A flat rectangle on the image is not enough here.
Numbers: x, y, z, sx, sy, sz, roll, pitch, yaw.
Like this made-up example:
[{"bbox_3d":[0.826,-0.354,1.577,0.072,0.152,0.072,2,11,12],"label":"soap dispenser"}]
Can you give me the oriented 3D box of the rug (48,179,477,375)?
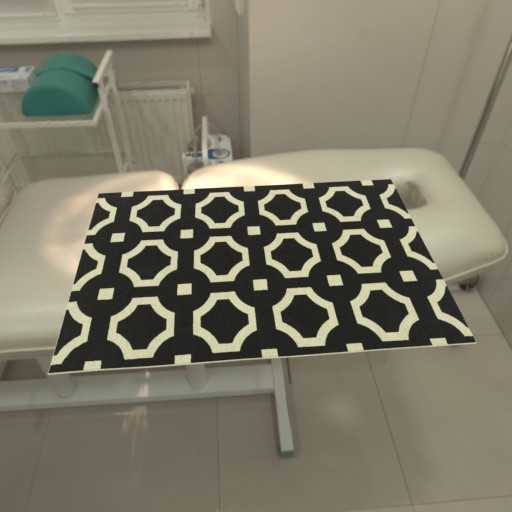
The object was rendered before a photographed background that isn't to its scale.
[{"bbox_3d":[0.000,0.000,2.899,2.286,0.016,1.555,-3,45,-3],"label":"rug"}]
